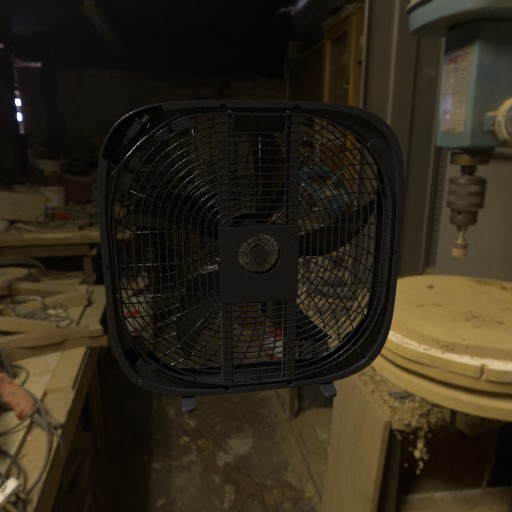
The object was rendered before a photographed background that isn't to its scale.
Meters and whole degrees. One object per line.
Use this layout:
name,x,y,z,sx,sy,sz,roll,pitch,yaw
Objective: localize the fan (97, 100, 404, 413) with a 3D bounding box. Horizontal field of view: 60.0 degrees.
fan,0.000,0.000,0.812,0.526,0.533,0.142,-3,15,-10
